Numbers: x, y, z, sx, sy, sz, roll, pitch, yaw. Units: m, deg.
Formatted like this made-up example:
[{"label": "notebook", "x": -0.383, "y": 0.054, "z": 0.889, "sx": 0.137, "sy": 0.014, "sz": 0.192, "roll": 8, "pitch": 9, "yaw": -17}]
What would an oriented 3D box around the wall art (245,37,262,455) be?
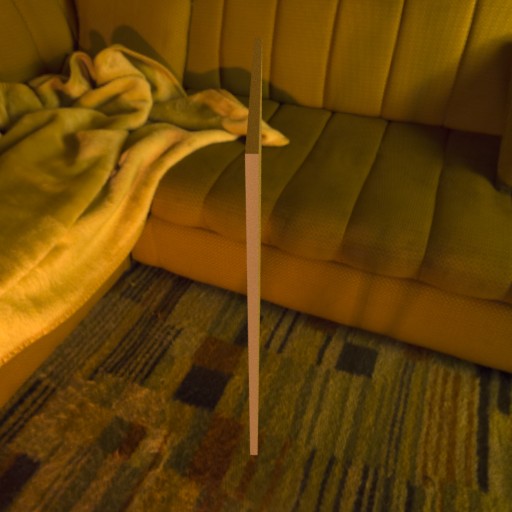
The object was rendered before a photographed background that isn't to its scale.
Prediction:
[{"label": "wall art", "x": 0.000, "y": 0.000, "z": 0.608, "sx": 0.010, "sy": 0.474, "sz": 0.325, "roll": 1, "pitch": 40, "yaw": 1}]
